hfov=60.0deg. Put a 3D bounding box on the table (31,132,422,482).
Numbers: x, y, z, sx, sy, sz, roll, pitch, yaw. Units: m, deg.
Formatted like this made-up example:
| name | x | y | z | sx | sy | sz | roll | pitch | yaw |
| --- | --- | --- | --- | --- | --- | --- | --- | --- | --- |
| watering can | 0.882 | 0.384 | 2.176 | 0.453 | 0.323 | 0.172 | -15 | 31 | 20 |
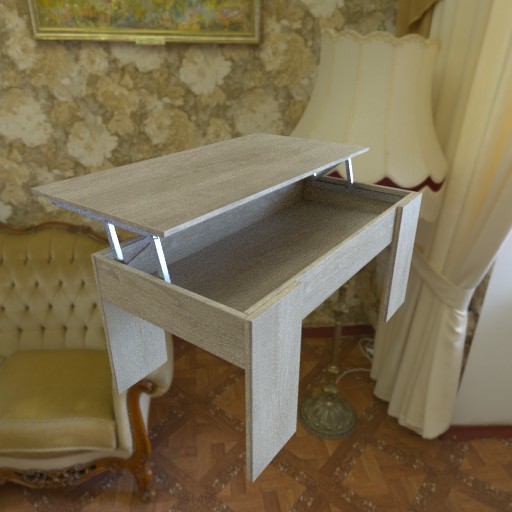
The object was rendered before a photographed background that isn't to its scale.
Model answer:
| name | x | y | z | sx | sy | sz | roll | pitch | yaw |
| --- | --- | --- | --- | --- | --- | --- | --- | --- | --- |
| table | 0.000 | 0.000 | 1.440 | 0.711 | 0.570 | 1.000 | 18 | 31 | 32 |
